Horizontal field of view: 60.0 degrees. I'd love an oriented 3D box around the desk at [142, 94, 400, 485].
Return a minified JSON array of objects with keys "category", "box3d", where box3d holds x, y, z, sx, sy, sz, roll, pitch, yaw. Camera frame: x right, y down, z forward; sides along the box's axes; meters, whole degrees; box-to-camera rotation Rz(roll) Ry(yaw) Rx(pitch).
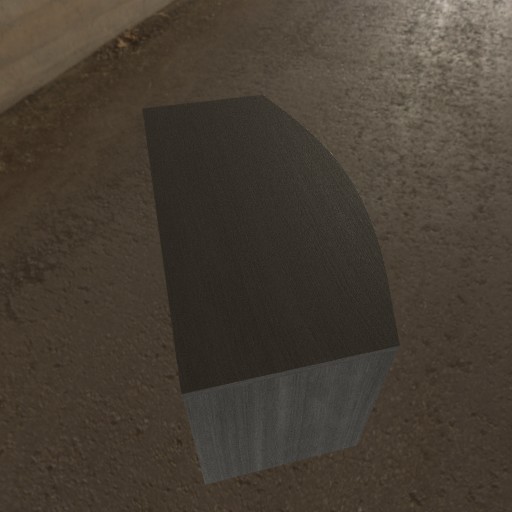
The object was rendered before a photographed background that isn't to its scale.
[{"category":"desk","box3d":[0.000,0.000,2.055,0.802,0.750,1.600,-10,47,-9]}]
